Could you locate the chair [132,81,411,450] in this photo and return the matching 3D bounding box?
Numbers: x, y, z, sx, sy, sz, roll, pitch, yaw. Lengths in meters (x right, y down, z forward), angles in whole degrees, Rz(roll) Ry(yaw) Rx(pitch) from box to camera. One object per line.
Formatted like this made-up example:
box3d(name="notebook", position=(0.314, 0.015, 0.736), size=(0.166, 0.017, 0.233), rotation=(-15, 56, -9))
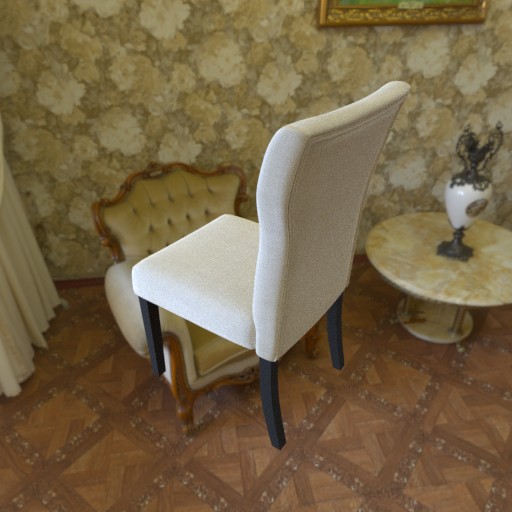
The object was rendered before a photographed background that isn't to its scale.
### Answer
box3d(name="chair", position=(0.000, 0.000, 1.258), size=(0.597, 0.921, 0.509), rotation=(20, 37, 30))
